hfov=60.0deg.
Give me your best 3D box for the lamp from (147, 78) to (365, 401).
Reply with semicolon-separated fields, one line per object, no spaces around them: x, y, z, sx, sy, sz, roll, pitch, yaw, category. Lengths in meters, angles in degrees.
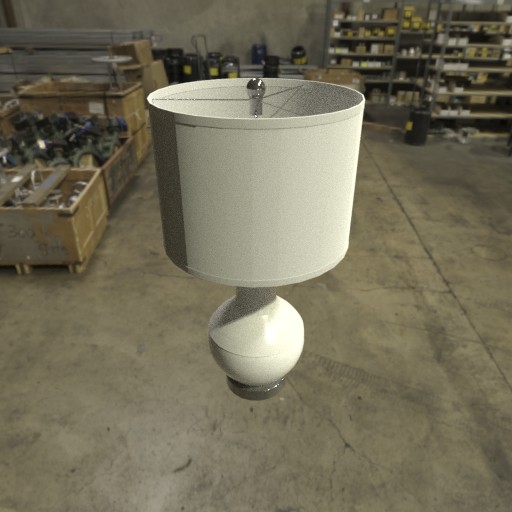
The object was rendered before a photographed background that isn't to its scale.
0.000;0.000;0.893;0.357;0.673;0.357;1;30;2;lamp
